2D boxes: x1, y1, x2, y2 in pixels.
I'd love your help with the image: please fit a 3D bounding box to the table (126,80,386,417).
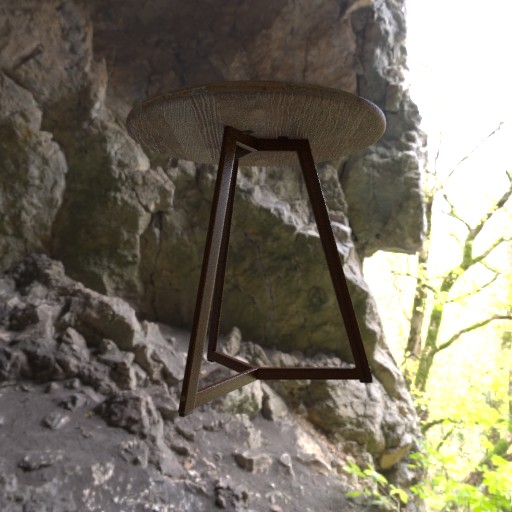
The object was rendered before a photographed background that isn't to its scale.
[{"bbox_3d":[0.000,0.000,0.884,0.500,0.500,0.500,0,-1,0],"label":"table"}]
